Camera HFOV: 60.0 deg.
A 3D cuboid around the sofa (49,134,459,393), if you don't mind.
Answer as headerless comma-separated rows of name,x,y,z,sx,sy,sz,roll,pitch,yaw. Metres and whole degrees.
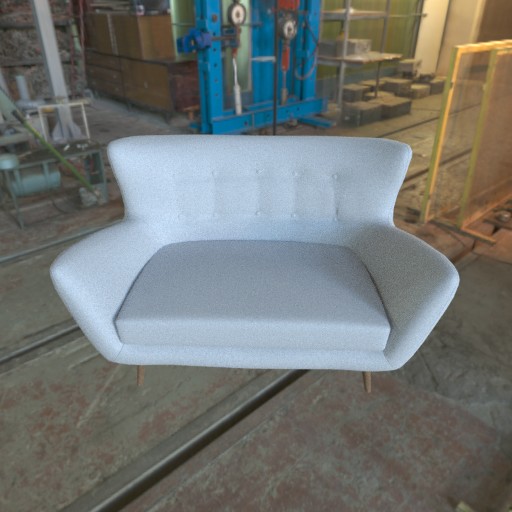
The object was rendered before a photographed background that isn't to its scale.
sofa,0.000,0.000,1.952,1.424,0.878,0.921,1,31,2
